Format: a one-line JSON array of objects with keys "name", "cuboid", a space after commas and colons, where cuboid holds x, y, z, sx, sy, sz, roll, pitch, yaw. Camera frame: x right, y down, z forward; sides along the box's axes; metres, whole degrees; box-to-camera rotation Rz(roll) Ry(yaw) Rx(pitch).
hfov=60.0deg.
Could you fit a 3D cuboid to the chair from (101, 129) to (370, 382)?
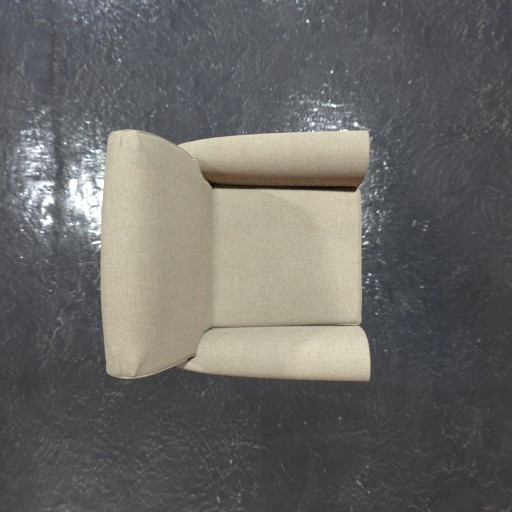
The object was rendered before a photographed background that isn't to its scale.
[{"name": "chair", "cuboid": [0.000, 0.000, 1.789, 0.905, 1.061, 0.978, 0, 89, 0]}]
